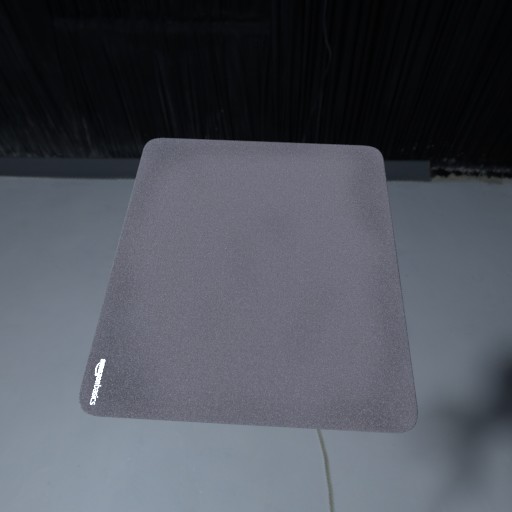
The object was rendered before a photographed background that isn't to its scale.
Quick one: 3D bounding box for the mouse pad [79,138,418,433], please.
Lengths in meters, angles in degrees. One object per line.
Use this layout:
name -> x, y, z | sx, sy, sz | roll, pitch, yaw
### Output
mouse pad -> 0.000, 0.000, 0.620 | 0.393, 0.002, 0.451 | 3, 58, 2
